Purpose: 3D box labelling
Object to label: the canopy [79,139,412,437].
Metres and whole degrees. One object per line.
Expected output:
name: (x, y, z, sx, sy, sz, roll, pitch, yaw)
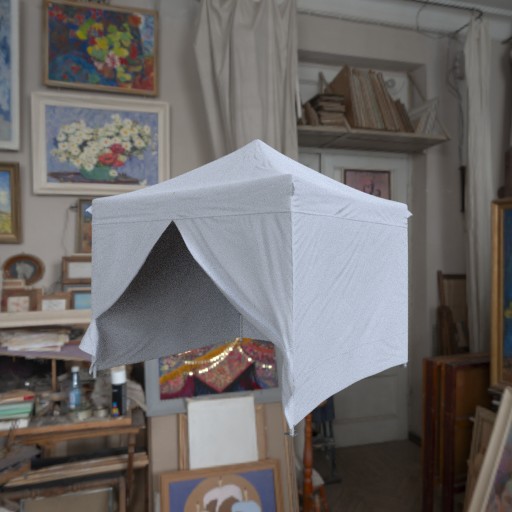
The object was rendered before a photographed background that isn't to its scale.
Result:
canopy: (0.000, 0.000, 5.639, 3.043, 2.997, 3.121, 0, 0, 37)
